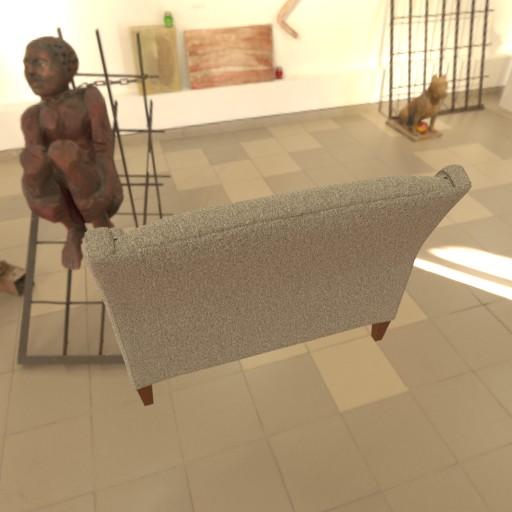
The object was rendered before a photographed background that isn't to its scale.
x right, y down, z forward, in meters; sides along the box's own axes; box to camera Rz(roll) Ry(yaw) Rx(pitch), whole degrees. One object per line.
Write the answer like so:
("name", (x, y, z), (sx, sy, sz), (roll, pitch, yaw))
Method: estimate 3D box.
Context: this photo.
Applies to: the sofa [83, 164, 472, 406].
("sofa", (0.000, 0.000, 1.908), (1.242, 1.026, 0.862), (-12, 41, -14))
